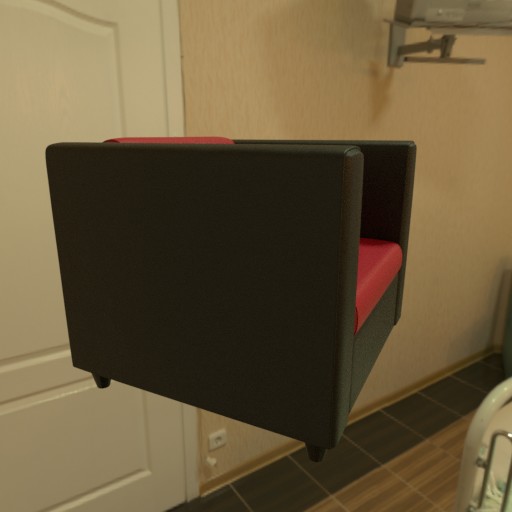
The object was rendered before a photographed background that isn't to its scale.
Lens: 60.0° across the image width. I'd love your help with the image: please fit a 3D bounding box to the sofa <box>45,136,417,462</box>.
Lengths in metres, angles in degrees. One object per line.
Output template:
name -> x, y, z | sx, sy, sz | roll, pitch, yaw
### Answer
sofa -> 0.000, 0.000, 1.398 | 0.809, 0.724, 0.839 | 8, 17, 26
